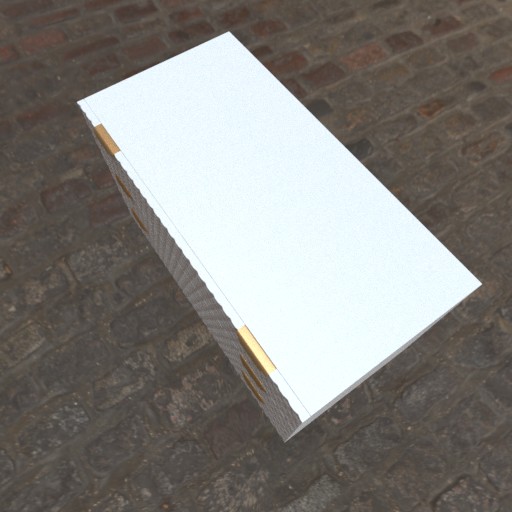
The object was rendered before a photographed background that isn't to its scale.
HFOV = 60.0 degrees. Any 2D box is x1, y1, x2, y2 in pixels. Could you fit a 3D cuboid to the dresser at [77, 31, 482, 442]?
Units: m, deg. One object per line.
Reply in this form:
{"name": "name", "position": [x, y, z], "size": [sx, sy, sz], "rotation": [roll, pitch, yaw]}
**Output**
{"name": "dresser", "position": [0.000, 0.000, 1.304], "size": [0.457, 0.721, 0.905], "rotation": [-32, 68, -15]}
